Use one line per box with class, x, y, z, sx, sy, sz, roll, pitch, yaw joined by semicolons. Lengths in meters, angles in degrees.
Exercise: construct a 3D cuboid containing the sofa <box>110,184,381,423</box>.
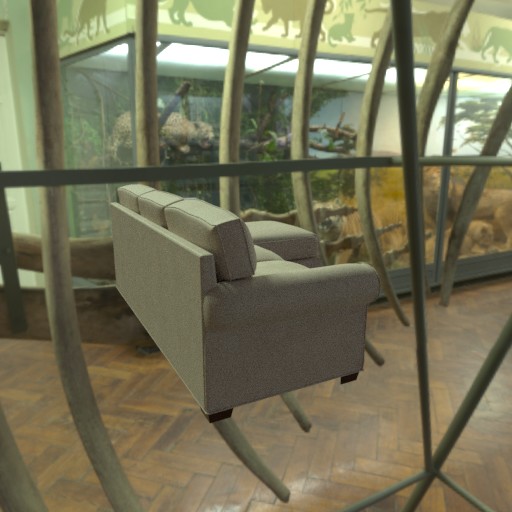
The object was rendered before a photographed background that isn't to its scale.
sofa;0.000;0.000;2.410;1.226;0.734;1.770;-7;15;-27
